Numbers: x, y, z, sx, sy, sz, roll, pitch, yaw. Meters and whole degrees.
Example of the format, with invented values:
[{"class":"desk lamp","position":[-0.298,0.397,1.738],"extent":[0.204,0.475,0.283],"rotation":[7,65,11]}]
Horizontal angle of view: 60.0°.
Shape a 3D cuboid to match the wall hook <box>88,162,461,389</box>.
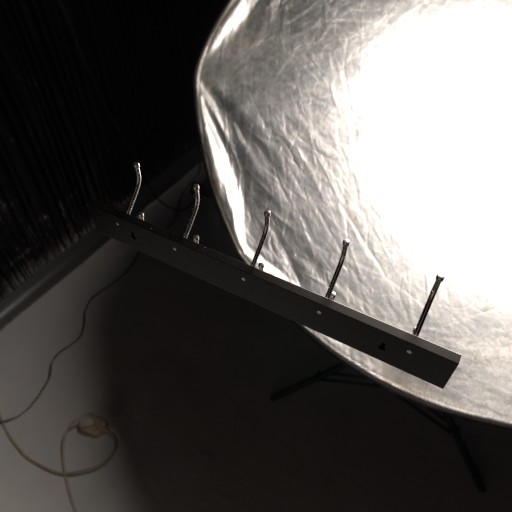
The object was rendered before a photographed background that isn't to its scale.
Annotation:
[{"class":"wall hook","position":[0.000,0.000,0.625],"extent":[0.571,0.117,0.071],"rotation":[22,50,20]}]
